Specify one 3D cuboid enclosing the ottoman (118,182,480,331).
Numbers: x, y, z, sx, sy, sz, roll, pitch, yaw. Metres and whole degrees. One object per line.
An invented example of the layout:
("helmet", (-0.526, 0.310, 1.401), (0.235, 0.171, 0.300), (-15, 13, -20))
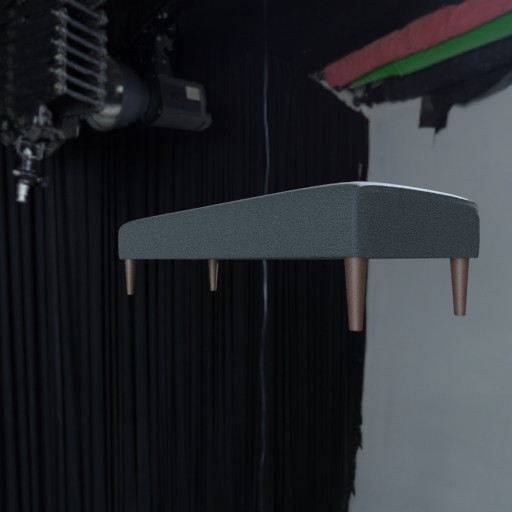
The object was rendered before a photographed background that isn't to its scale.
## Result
("ottoman", (0.000, 0.000, 1.884), (0.646, 0.393, 1.609), (0, -1, -37))
